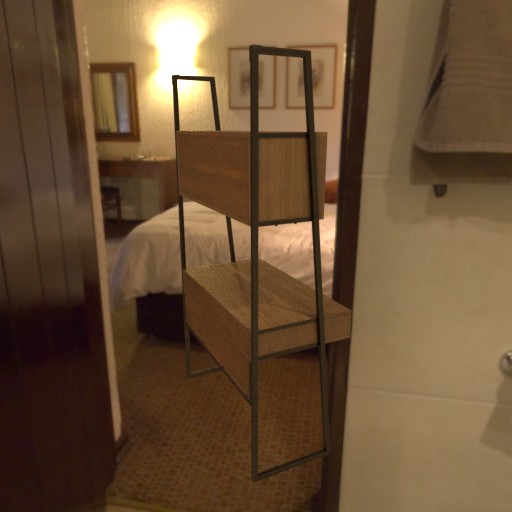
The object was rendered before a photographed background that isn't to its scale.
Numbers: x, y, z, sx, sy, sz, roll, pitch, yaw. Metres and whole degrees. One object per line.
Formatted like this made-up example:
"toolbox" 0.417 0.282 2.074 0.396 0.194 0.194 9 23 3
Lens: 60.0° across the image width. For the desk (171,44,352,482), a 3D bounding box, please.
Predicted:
"desk" 0.000 0.000 2.275 0.515 1.809 0.982 -8 18 -25
